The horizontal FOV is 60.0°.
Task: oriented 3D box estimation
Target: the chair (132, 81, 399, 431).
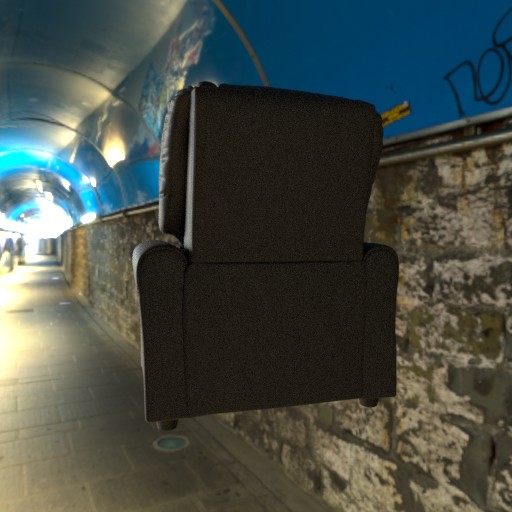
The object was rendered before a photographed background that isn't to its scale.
[{"bbox_3d":[0.000,0.000,1.139,0.610,0.709,0.521,0,2,-16],"label":"chair"}]
